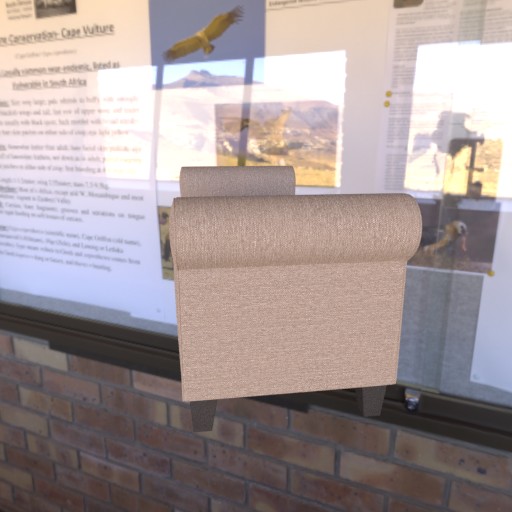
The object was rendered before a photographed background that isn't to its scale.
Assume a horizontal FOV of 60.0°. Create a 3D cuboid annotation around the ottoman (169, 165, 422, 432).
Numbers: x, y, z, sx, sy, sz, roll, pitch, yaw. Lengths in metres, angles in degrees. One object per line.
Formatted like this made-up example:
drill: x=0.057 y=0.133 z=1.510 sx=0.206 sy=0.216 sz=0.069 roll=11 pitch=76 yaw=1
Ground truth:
ottoman: x=0.000 y=0.000 z=1.522 sx=0.521 sy=0.547 sz=1.256 roll=-2 pitch=15 yaw=-8
